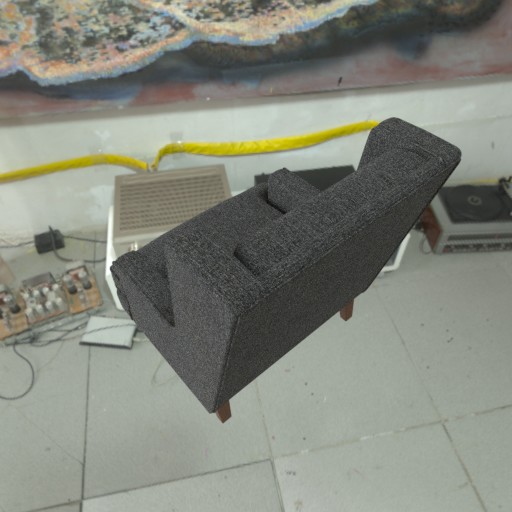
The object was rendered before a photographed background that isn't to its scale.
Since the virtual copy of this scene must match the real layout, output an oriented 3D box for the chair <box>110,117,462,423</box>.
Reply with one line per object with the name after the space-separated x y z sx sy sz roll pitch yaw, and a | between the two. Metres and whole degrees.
0.000 0.000 1.801 0.942 1.082 0.927 -33 56 -26 | chair
